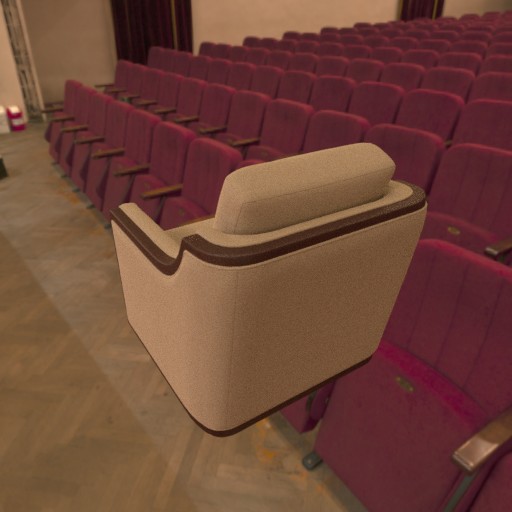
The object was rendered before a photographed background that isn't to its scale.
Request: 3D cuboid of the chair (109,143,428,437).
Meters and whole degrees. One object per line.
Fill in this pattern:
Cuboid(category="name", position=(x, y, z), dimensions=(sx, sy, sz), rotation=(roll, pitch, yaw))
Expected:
Cuboid(category="chair", position=(0.000, 0.000, 1.728), dimensions=(0.870, 0.930, 0.950), rotation=(-18, 34, -29))
